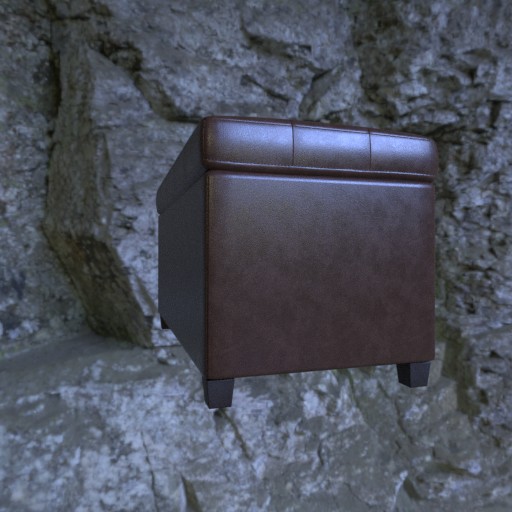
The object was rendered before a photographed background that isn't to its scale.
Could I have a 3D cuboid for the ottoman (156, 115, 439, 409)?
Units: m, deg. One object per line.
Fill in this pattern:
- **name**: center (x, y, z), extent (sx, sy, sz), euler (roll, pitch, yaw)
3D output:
- **ottoman**: center (0.000, 0.000, 1.119), extent (0.432, 0.470, 0.838), euler (0, 0, -17)
